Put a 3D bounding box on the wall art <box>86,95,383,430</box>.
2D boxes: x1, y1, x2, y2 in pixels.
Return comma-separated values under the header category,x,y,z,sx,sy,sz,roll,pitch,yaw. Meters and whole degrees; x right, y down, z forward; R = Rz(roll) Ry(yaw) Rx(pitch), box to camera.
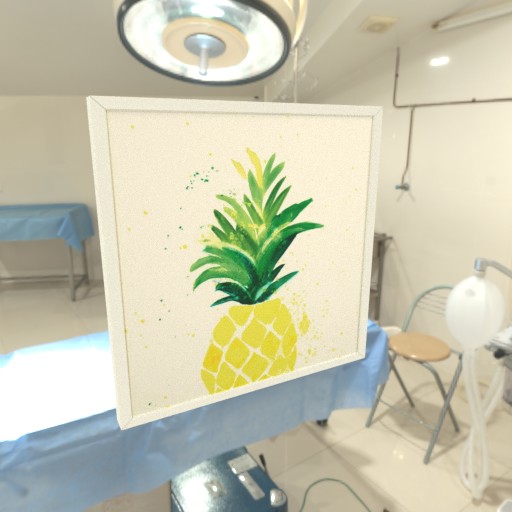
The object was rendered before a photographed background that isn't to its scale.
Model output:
category,x,y,z,sx,sy,sz,roll,pitch,yaw
wall art,0.000,0.000,0.468,0.307,0.307,0.020,-8,17,-27
